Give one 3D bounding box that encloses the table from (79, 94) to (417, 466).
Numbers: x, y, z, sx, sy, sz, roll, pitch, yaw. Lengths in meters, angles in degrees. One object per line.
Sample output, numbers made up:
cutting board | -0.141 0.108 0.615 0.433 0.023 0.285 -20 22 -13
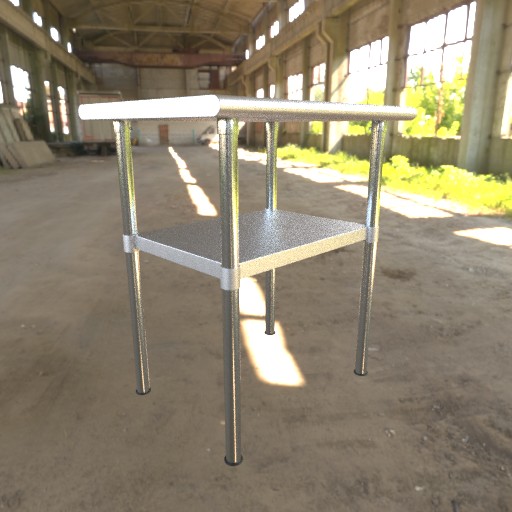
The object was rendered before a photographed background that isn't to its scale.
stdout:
table | 0.000 0.000 1.365 0.762 0.876 0.584 -16 22 -43
